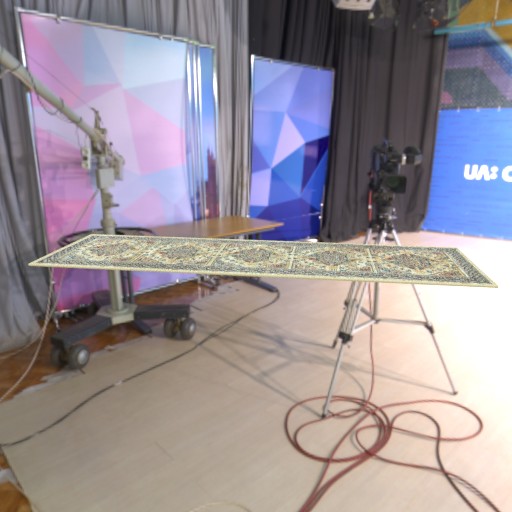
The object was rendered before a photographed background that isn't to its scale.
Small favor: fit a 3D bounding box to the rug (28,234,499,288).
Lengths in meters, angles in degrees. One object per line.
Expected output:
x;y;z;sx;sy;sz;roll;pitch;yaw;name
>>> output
0.000;0.000;2.458;2.297;0.013;0.661;2;17;8;rug
